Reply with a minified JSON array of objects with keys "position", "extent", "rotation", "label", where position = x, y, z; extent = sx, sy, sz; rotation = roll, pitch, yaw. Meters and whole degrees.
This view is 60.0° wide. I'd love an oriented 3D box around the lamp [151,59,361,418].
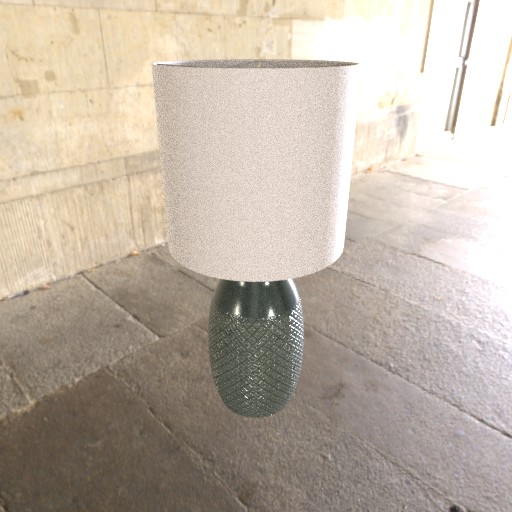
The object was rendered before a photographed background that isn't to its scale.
[{"position":[0.000,0.000,0.566],"extent":[0.217,0.453,0.217],"rotation":[0,26,1],"label":"lamp"}]
